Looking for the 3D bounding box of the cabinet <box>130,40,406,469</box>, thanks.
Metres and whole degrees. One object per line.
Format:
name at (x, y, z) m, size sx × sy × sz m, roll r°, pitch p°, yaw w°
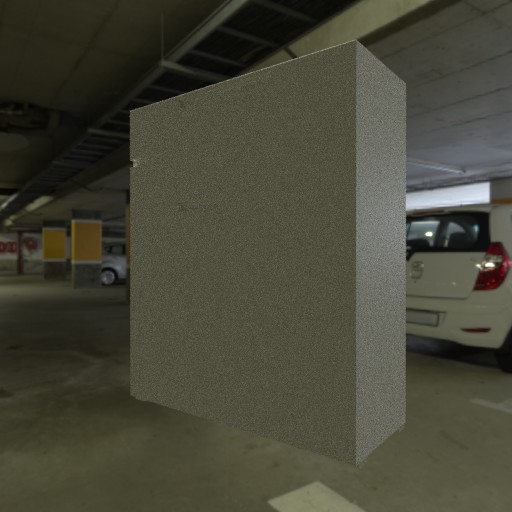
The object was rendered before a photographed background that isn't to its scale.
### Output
cabinet at (0.000, 0.000, 1.679) m, size 1.000 × 1.190 × 0.400 m, roll 0°, pitch 0°, yaw 38°
